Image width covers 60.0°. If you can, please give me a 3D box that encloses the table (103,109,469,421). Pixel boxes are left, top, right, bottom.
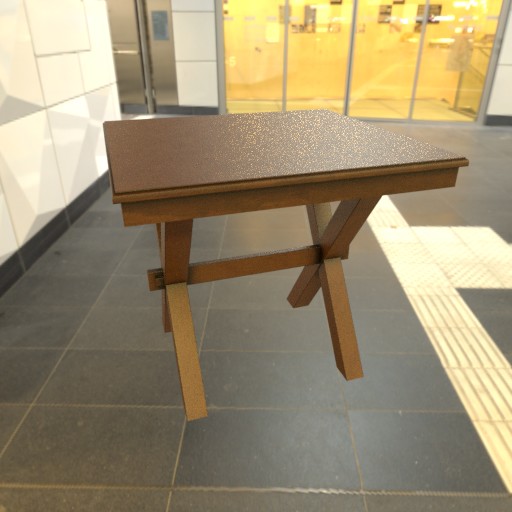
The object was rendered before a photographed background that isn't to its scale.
[{"bbox_3d":[0.000,0.000,1.054,0.602,0.562,0.560,-9,28,-16],"label":"table"}]
